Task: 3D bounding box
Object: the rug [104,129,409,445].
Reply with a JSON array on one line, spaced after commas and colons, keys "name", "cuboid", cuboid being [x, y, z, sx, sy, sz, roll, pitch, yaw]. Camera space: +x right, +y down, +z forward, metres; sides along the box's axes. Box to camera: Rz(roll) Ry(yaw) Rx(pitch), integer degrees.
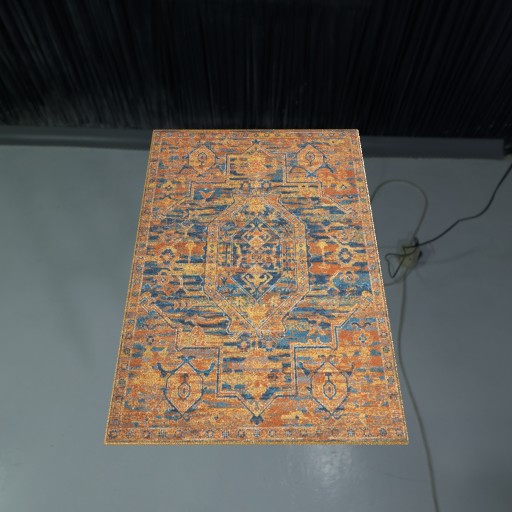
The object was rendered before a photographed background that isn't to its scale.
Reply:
[{"name": "rug", "cuboid": [0.000, 0.000, 3.696, 2.043, 0.019, 2.916, 0, 60, 0]}]
